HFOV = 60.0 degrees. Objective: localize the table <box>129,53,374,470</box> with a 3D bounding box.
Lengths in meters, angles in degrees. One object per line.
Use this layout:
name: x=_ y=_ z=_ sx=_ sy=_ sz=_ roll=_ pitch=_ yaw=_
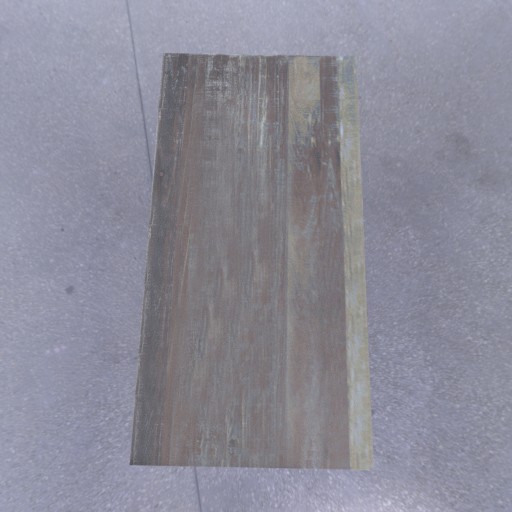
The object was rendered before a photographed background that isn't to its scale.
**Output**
table: x=0.000 y=0.000 z=1.329 sx=0.554 sy=0.399 sz=1.088 roll=1 pitch=76 yaw=0
